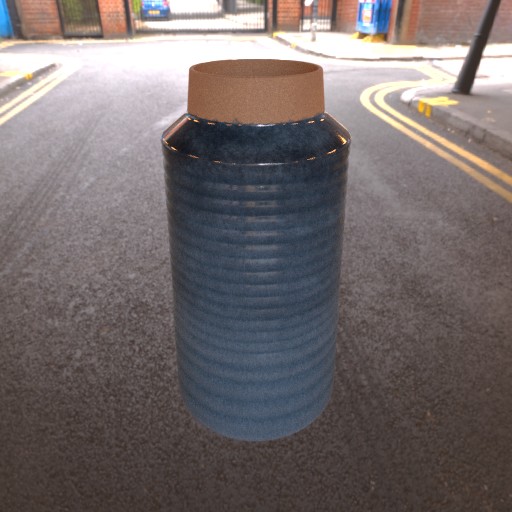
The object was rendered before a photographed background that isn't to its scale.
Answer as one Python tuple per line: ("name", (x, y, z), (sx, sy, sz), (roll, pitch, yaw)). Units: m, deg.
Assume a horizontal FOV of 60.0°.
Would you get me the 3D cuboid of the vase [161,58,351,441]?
("vase", (0.000, 0.000, 0.399), (0.163, 0.316, 0.163), (0, 31, 0))
